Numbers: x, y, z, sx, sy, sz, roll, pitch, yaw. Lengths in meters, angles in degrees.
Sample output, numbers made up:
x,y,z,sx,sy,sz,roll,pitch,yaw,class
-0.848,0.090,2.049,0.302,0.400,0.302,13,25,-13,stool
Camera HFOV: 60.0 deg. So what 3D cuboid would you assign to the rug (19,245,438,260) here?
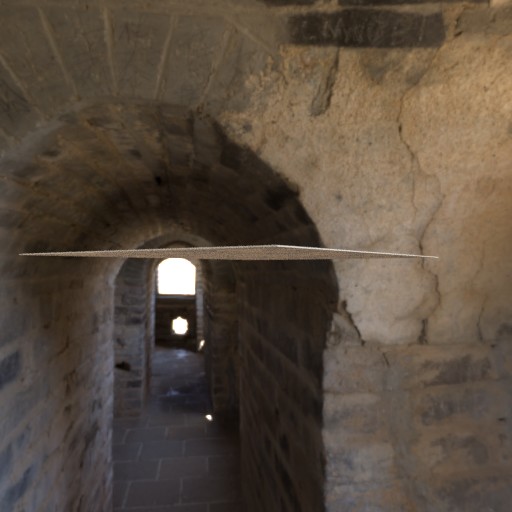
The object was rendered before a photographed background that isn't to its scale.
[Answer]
x,y,z,sx,sy,sz,roll,pitch,yaw,class
0.000,0.000,3.906,2.380,0.008,2.977,-1,-2,36,rug
